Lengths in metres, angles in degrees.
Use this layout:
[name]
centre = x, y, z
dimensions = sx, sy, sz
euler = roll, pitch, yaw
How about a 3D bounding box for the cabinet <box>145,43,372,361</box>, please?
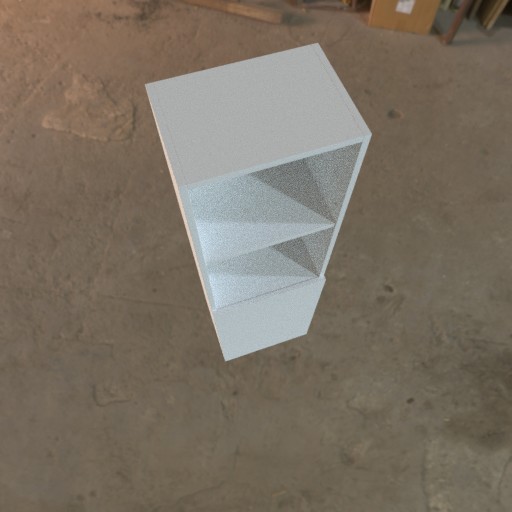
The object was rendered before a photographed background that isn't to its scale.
[cabinet]
centre = 0.000, 0.000, 1.519
dimensions = 0.400, 1.350, 0.300
euler = -17, 65, -8
